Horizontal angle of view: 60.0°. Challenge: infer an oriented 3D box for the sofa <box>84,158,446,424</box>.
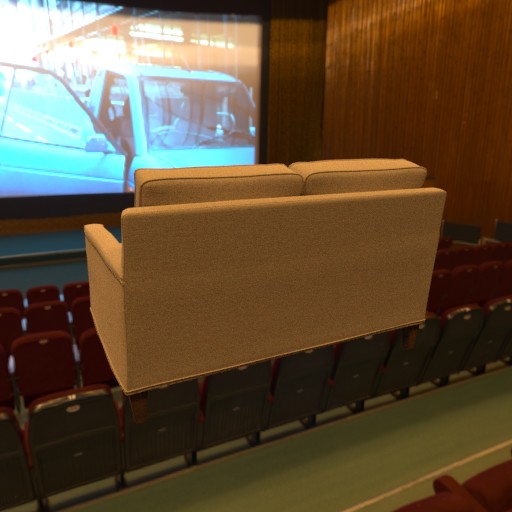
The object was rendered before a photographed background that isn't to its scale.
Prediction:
[{"bbox_3d":[0.000,0.000,2.316,1.597,1.003,1.084,-7,17,-26],"label":"sofa"}]
